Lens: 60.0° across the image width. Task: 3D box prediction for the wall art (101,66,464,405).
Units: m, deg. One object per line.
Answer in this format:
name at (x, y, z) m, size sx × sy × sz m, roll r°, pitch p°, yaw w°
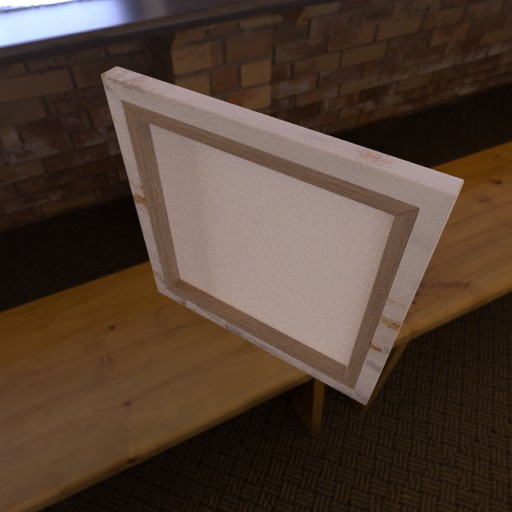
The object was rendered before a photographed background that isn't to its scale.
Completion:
wall art at (0.000, 0.000, 0.896) m, size 0.611 × 0.613 × 0.040 m, roll 25°, pitch 52°, yaw 21°
